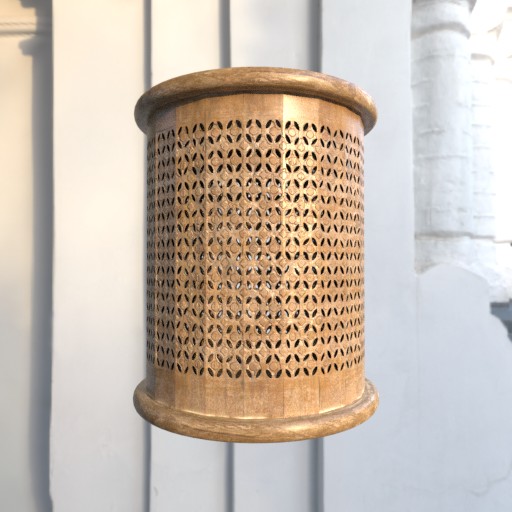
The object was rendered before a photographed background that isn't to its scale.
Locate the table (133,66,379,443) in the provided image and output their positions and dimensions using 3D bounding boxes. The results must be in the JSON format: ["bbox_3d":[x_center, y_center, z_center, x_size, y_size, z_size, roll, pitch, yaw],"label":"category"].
[{"bbox_3d":[0.000,0.000,0.763,0.407,0.482,0.407,0,-1,0],"label":"table"}]
